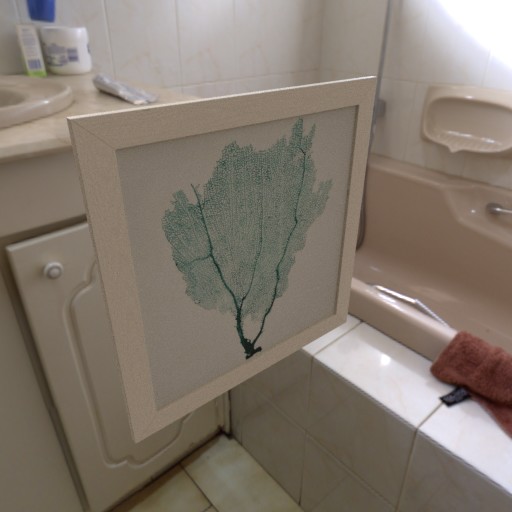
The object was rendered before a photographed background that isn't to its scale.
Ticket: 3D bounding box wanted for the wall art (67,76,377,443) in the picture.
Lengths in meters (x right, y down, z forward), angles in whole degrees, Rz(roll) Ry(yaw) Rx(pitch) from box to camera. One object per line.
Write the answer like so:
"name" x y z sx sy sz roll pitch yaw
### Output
"wall art" 0.000 0.000 0.823 0.572 0.577 0.015 -21 36 -33
